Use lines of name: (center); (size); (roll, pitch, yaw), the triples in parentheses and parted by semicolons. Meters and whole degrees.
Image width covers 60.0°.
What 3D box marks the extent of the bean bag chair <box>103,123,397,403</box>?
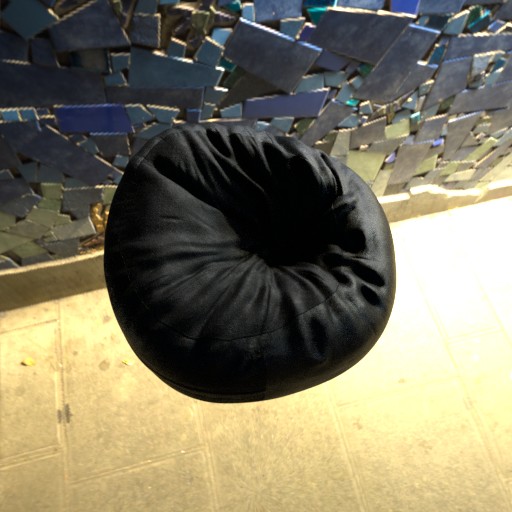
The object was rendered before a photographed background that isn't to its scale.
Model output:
bean bag chair: (0.000, 0.000, 2.424); (1.524, 0.878, 1.524); (1, 62, 0)
